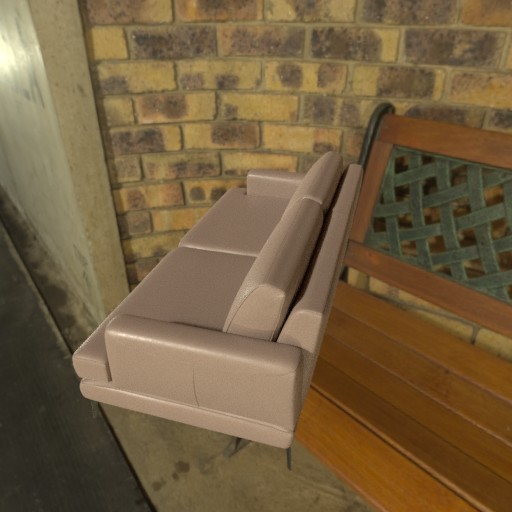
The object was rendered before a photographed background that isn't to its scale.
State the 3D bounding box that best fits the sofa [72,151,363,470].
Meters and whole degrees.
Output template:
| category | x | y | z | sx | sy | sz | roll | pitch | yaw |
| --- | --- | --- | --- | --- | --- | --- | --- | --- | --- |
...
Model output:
| category | x | y | z | sx | sy | sz | roll | pitch | yaw |
| --- | --- | --- | --- | --- | --- | --- | --- | --- | --- |
| sofa | 0.000 | 0.000 | 2.420 | 0.974 | 0.765 | 1.940 | 8 | 31 | 14 |
